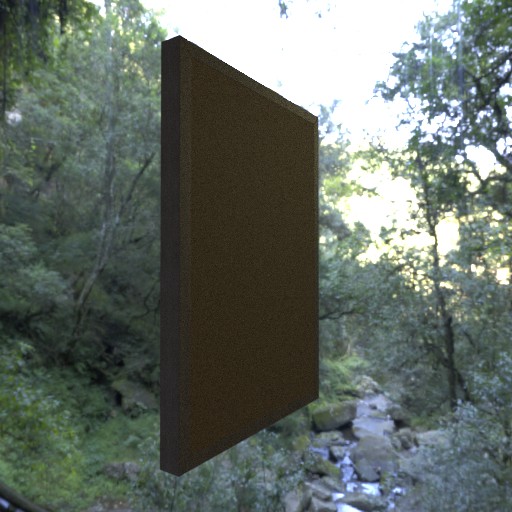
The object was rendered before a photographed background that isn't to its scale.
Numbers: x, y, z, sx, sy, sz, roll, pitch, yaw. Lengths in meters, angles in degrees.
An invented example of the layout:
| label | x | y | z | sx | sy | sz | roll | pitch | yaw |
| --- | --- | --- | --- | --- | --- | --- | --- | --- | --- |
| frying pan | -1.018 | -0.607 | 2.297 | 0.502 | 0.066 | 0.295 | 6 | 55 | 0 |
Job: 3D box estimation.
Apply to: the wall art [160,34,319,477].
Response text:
| label | x | y | z | sx | sy | sz | roll | pitch | yaw |
| --- | --- | --- | --- | --- | --- | --- | --- | --- | --- |
| wall art | 0.000 | 0.000 | 0.664 | 0.031 | 0.509 | 0.356 | -1 | -1 | 35 |
